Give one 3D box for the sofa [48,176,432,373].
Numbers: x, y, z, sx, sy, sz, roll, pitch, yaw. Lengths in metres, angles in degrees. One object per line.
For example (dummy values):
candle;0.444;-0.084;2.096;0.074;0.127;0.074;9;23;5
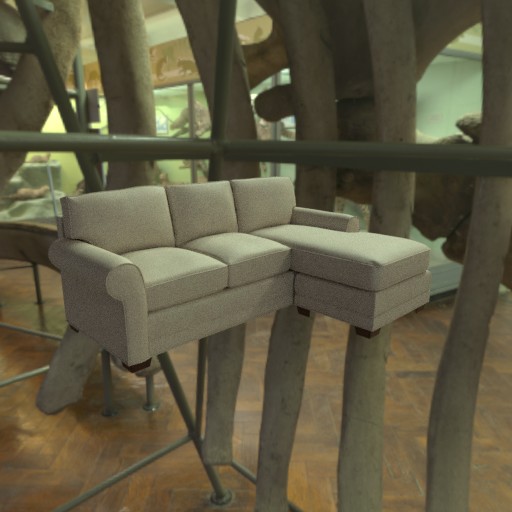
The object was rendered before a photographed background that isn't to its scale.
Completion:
sofa;0.000;0.000;2.381;1.770;0.734;1.226;-14;20;-42
